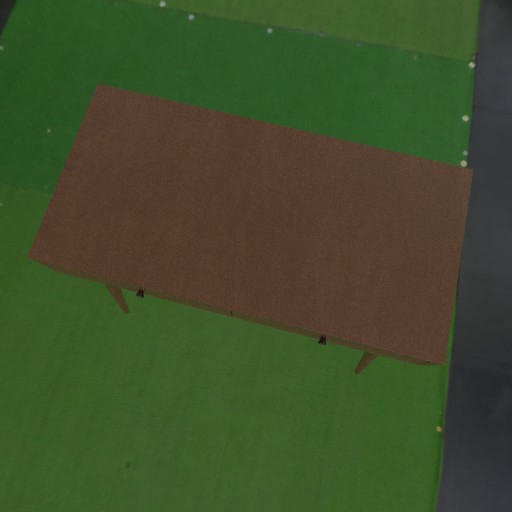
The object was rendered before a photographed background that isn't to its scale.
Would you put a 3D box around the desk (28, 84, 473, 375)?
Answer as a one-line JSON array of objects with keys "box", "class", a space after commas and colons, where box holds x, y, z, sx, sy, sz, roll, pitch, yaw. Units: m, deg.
[{"box": [0.000, 0.000, 1.396, 0.949, 0.758, 0.510, 14, 75, 4], "class": "desk"}]
